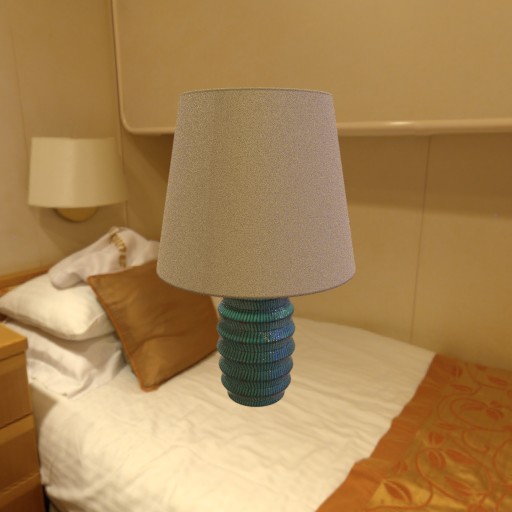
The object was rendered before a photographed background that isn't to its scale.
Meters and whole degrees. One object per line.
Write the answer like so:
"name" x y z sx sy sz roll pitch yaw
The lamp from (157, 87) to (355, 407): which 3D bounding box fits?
"lamp" 0.000 0.000 0.576 0.254 0.392 0.254 0 15 0
